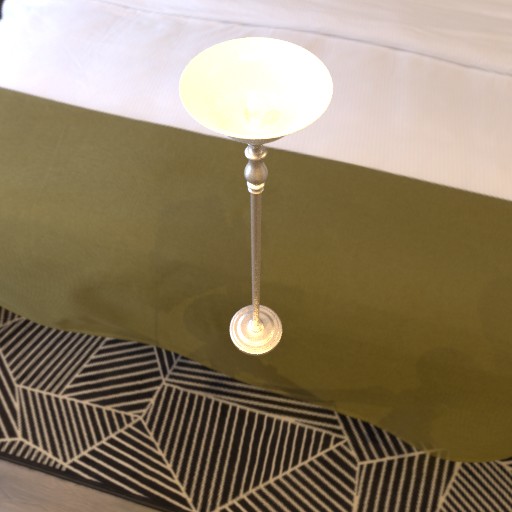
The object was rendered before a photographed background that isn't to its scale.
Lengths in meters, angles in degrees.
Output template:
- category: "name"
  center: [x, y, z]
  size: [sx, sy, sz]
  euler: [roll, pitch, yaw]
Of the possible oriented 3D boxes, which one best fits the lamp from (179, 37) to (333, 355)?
- category: "lamp"
  center: [0.000, 0.000, 1.932]
  size: [0.405, 1.771, 0.405]
  euler: [-14, 60, -8]
